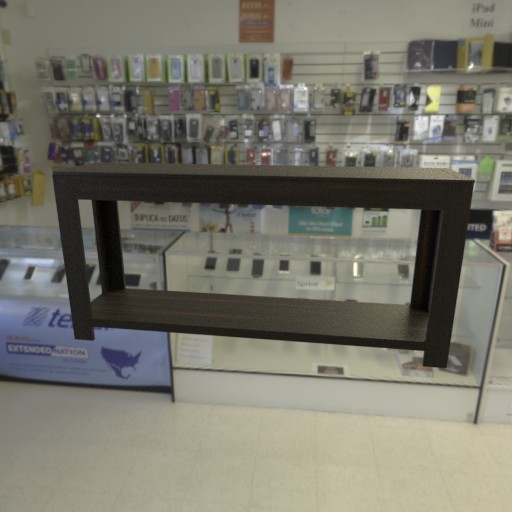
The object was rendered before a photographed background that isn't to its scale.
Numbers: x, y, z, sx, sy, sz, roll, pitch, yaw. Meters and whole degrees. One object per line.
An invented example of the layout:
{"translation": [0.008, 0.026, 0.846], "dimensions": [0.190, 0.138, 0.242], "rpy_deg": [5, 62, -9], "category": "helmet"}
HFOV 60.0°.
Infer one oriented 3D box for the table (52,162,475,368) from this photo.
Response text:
{"translation": [0.000, 0.000, 1.979], "dimensions": [1.631, 0.762, 0.384], "rpy_deg": [3, 18, 8], "category": "table"}
